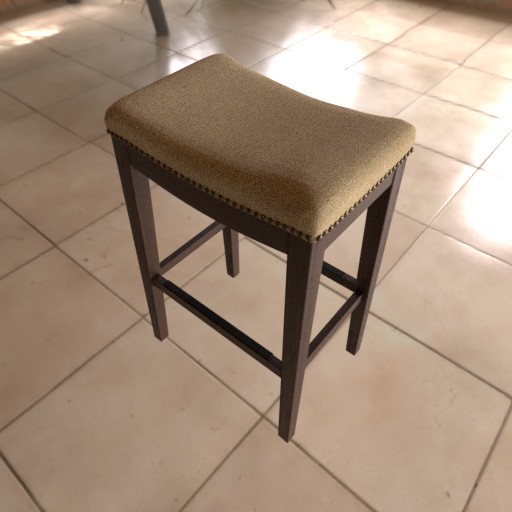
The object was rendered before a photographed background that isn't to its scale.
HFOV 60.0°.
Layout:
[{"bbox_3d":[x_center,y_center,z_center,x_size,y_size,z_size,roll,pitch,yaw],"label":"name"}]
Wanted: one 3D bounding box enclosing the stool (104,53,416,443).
[{"bbox_3d":[0.000,0.000,1.069,0.509,0.768,0.363,31,54,26],"label":"stool"}]
